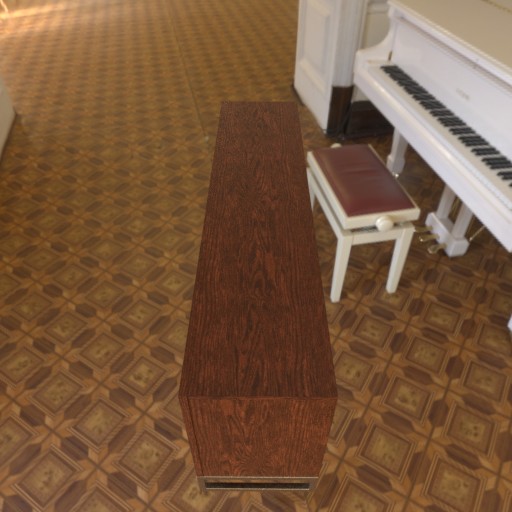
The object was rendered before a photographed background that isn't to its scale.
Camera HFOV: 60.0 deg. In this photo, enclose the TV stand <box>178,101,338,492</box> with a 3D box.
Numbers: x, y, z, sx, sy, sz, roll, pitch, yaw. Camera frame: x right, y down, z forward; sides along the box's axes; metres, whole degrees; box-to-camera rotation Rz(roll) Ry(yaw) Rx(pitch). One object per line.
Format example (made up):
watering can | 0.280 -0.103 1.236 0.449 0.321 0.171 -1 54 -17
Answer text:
TV stand | 0.000 0.000 1.752 0.382 0.578 1.541 0 43 0
